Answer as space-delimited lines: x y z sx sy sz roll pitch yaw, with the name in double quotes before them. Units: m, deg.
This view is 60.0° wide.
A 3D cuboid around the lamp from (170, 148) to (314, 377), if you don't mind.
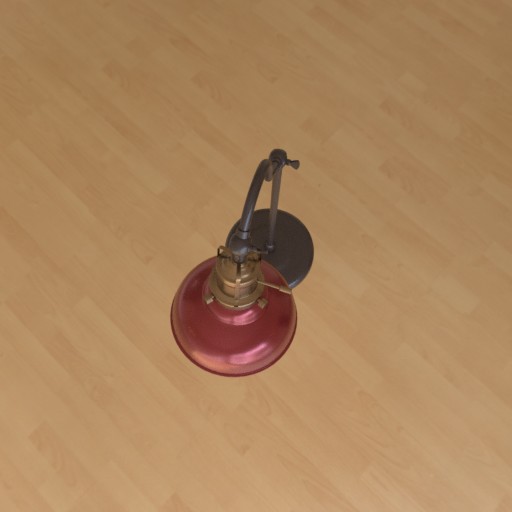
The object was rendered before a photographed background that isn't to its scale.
"lamp" 0.000 0.000 0.686 0.192 0.508 0.374 18 74 5
